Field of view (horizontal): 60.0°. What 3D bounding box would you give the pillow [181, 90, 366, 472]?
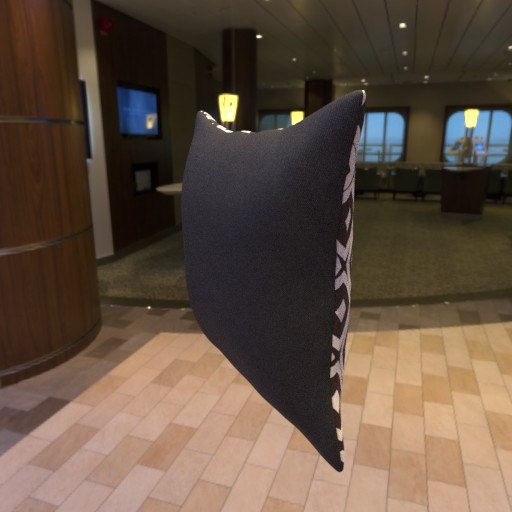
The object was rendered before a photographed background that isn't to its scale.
[{"bbox_3d":[0.000,0.000,0.755,0.188,0.494,0.504,-8,17,-26],"label":"pillow"}]
